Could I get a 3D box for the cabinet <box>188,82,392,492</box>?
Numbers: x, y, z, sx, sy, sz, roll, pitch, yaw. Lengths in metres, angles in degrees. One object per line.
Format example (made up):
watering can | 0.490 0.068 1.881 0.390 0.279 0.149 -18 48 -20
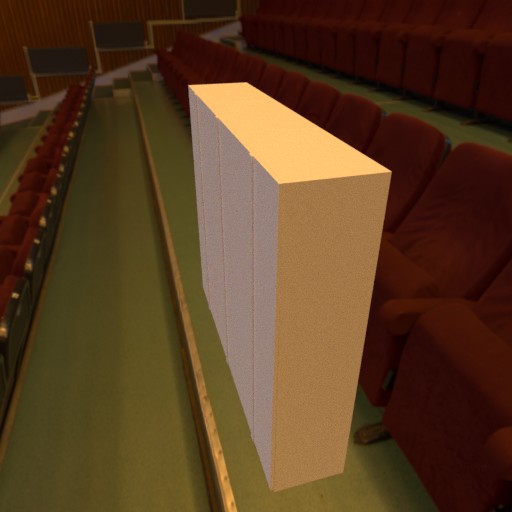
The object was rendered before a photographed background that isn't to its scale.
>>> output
cabinet | 0.000 0.000 3.799 0.590 2.370 2.700 -8 31 -14
